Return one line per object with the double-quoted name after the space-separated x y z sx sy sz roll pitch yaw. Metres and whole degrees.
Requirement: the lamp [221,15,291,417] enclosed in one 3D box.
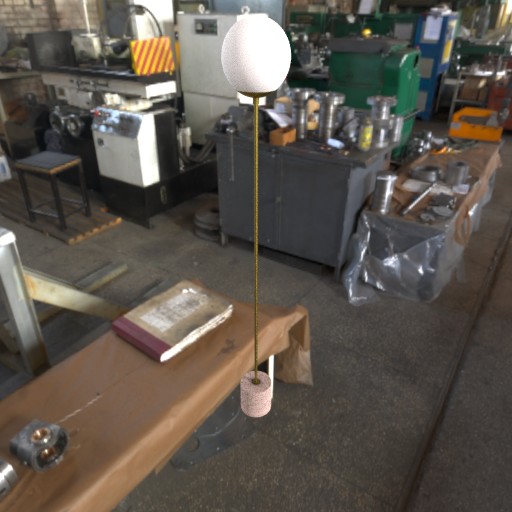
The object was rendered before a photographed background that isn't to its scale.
0.000 0.000 1.831 0.229 1.748 0.229 0 29 0 "lamp"
